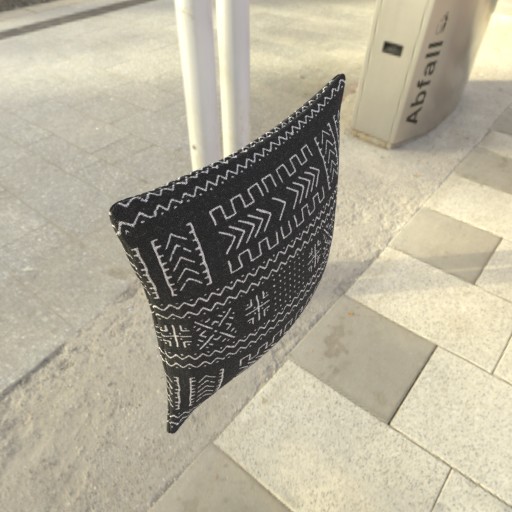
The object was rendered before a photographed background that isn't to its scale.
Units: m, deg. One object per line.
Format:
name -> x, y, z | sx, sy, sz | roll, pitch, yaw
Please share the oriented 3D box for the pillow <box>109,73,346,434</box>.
pillow -> 0.000, 0.000, 0.666 | 0.164, 0.430, 0.438 | 27, 49, 26
